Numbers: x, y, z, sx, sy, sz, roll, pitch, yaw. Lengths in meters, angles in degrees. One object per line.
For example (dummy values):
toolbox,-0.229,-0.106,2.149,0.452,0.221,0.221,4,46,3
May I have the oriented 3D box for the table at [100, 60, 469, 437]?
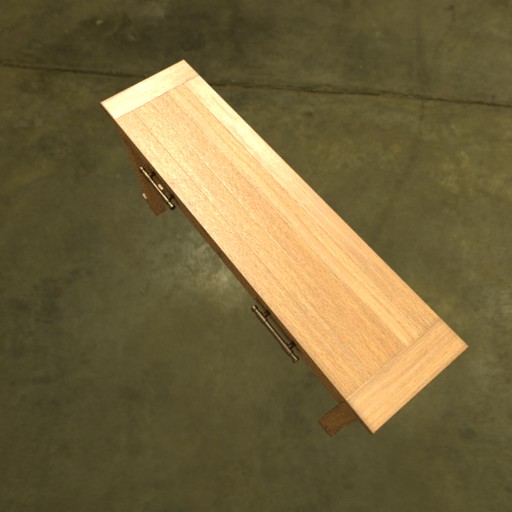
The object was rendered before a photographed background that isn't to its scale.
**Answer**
table,0.000,0.000,1.933,0.442,0.762,1.599,-35,69,-15
